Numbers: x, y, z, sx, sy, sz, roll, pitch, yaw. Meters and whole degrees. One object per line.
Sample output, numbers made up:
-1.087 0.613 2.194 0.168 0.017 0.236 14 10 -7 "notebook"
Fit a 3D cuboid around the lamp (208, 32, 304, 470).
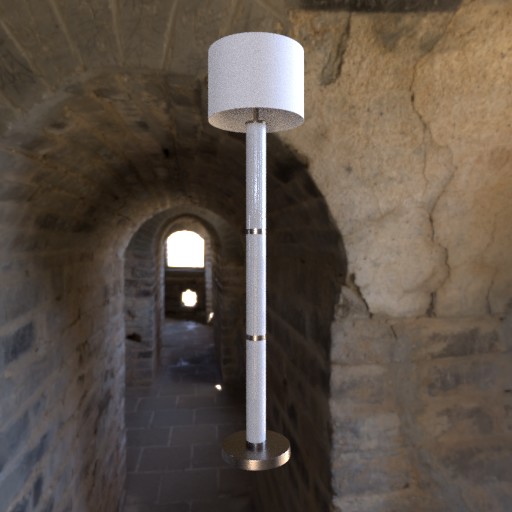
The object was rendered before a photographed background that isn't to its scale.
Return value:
0.000 0.000 1.772 0.377 1.599 0.377 2 3 37 "lamp"
